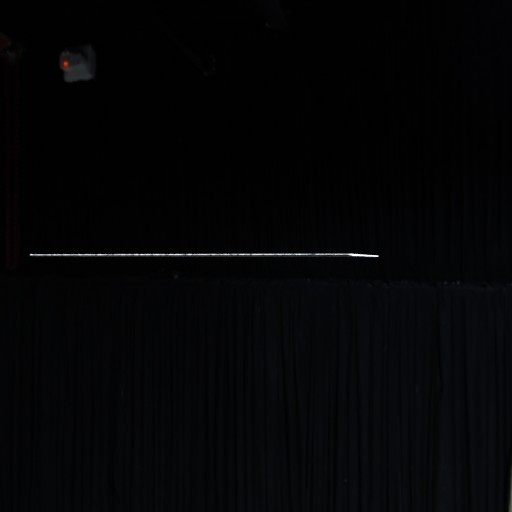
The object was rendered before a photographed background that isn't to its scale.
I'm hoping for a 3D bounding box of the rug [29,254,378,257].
[{"bbox_3d":[0.000,0.000,3.064,1.546,0.010,2.442,0,0,18],"label":"rug"}]
